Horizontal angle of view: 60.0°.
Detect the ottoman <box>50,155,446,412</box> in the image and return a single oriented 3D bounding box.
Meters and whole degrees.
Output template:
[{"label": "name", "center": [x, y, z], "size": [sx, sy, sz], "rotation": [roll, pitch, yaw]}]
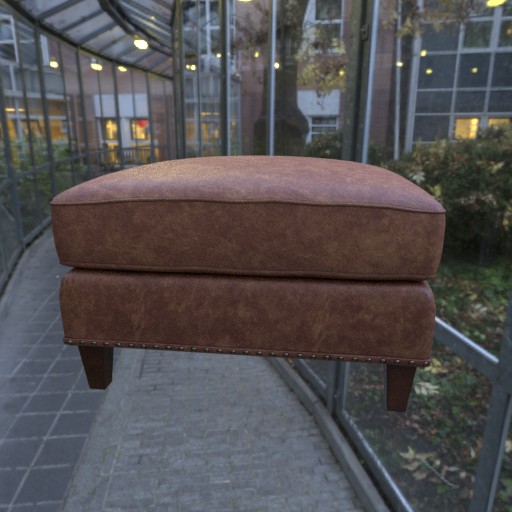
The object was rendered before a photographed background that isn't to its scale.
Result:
[{"label": "ottoman", "center": [0.000, 0.000, 1.110], "size": [0.742, 0.486, 0.586], "rotation": [2, 16, 7]}]
